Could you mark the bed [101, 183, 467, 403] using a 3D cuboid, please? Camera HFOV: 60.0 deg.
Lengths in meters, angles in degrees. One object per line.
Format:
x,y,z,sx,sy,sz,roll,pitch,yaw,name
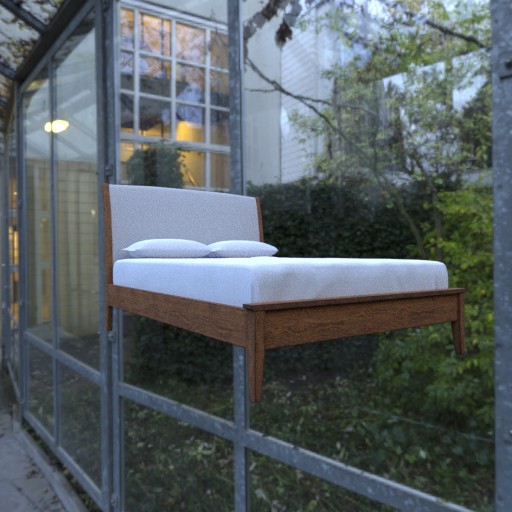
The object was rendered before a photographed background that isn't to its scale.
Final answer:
0.000,0.000,2.995,1.502,1.135,2.108,0,0,-35,bed
